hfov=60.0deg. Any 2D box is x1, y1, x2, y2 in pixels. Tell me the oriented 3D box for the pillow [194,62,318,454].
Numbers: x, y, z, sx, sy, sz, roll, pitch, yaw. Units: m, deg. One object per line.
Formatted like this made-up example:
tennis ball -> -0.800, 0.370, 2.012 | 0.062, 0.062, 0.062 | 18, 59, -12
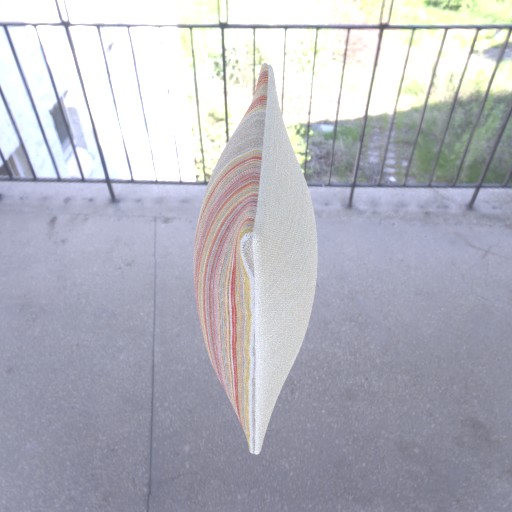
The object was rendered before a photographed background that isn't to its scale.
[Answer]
pillow -> 0.000, 0.000, 0.699 | 0.191, 0.449, 0.451 | 2, 41, 2
